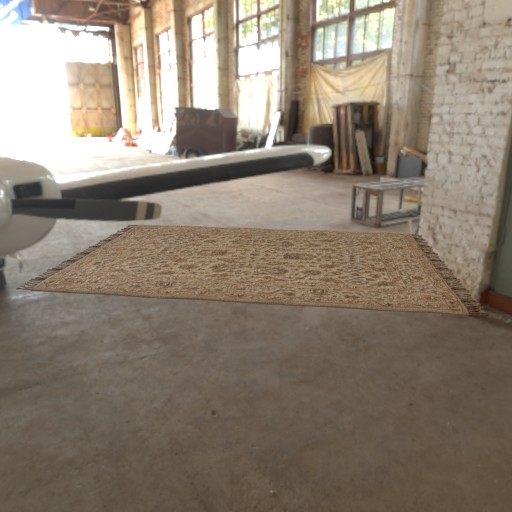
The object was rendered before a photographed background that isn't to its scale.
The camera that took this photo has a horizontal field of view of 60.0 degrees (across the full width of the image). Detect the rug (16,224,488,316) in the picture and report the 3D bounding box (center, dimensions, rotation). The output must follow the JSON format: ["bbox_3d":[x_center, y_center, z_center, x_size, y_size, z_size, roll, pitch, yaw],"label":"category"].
[{"bbox_3d":[0.000,0.000,2.952,2.434,0.027,1.529,2,17,8],"label":"rug"}]
